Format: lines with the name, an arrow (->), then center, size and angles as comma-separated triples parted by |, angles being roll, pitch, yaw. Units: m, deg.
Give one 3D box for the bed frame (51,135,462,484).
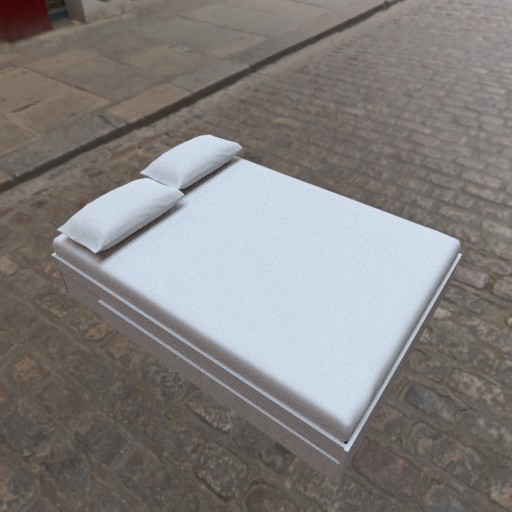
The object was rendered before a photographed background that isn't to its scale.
bed frame -> 0.000, 0.000, 2.607 | 1.950, 0.629, 1.450 | 26, 48, 26
